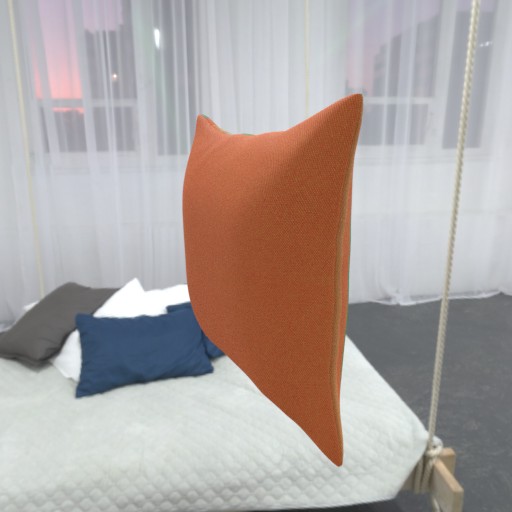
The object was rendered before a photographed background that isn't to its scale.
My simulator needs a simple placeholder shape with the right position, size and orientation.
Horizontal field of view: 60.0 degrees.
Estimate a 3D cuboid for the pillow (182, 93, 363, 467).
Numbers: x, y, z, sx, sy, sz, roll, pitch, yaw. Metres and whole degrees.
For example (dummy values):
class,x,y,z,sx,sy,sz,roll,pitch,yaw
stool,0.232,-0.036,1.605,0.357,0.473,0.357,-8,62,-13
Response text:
class,x,y,z,sx,sy,sz,roll,pitch,yaw
pillow,0.000,0.000,0.692,0.169,0.444,0.453,-8,16,-27
